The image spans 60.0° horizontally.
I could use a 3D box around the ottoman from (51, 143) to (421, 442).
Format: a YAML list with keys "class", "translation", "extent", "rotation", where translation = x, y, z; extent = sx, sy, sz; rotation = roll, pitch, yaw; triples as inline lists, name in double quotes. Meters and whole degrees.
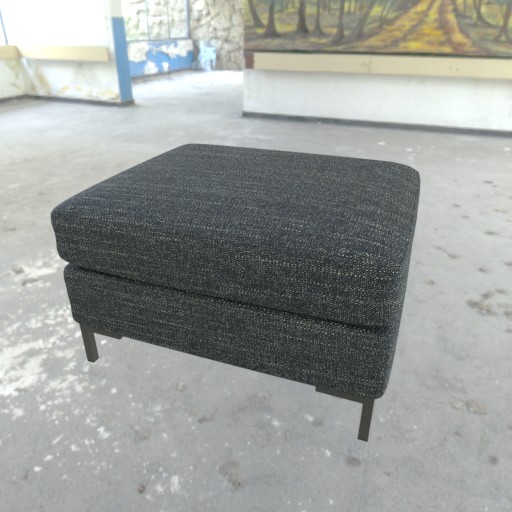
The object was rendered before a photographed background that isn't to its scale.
- class: "ottoman"
  translation: [0.000, 0.000, 1.245]
  extent: [0.814, 0.491, 0.667]
  rotation: [10, 29, 18]
